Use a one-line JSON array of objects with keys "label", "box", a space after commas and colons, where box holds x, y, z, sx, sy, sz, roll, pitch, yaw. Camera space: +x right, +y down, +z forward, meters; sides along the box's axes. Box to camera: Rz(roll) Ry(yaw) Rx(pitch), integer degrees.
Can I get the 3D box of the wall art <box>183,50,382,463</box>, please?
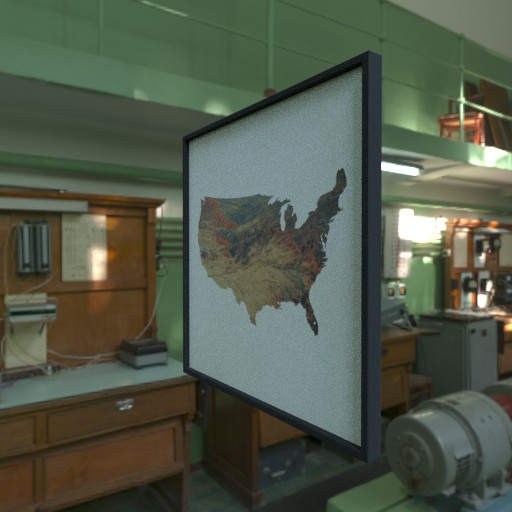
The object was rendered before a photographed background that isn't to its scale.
[{"label": "wall art", "box": [0.000, 0.000, 1.136, 0.038, 0.762, 0.762, 0, 1, -36]}]
